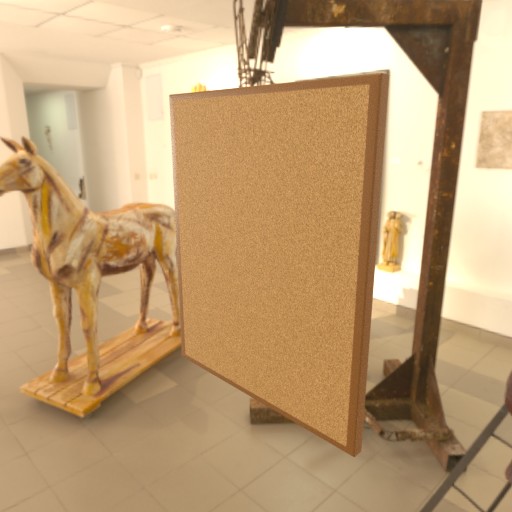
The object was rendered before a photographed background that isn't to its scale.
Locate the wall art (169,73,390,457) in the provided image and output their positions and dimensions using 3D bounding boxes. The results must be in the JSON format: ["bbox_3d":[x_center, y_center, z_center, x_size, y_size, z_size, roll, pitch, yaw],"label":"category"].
[{"bbox_3d":[0.000,0.000,0.528,0.015,0.379,0.310,-15,21,-43],"label":"wall art"}]
